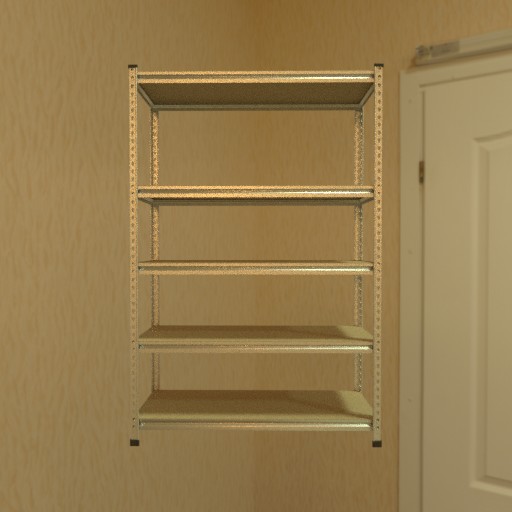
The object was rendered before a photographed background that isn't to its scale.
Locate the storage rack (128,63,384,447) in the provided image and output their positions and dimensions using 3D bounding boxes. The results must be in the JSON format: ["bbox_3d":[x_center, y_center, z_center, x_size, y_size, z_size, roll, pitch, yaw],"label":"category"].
[{"bbox_3d":[0.000,0.000,2.345,1.219,1.829,0.457,0,1,1],"label":"storage rack"}]
